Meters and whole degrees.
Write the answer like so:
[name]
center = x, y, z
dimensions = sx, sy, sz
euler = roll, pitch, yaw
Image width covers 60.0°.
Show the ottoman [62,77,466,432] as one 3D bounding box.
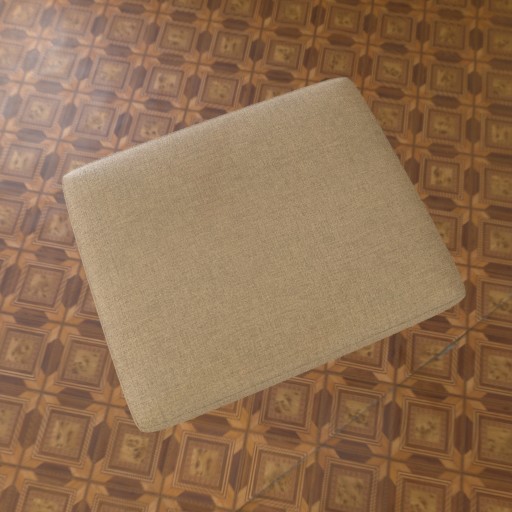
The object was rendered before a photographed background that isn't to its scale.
[ottoman]
center = 0.000, 0.000, 1.232
dimensions = 0.820, 0.490, 0.671
euler = -21, 75, -6
